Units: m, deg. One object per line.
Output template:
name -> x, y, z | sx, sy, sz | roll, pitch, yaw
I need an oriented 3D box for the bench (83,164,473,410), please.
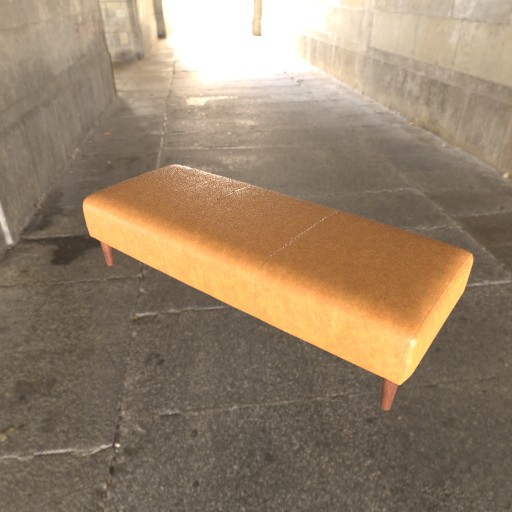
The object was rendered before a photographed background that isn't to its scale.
bench -> 0.000, 0.000, 1.947 | 1.610, 0.399, 0.653 | 22, 37, 31
